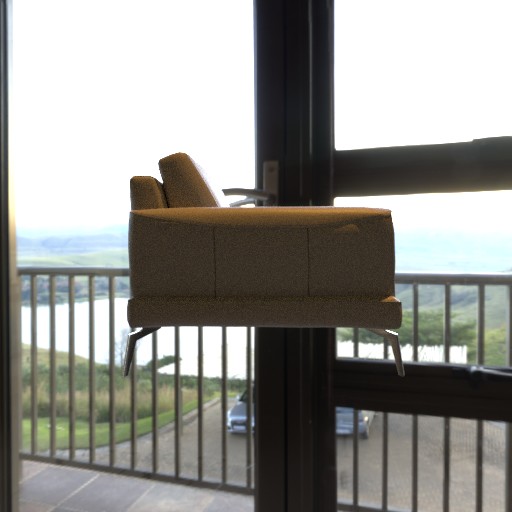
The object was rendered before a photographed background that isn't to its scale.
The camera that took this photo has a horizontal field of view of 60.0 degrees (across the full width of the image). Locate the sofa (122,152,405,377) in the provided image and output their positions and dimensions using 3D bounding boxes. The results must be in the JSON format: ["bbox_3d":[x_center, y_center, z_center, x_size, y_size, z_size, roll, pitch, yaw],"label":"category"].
[{"bbox_3d":[0.000,0.000,2.769,1.121,0.930,2.177,0,0,-2],"label":"sofa"}]
